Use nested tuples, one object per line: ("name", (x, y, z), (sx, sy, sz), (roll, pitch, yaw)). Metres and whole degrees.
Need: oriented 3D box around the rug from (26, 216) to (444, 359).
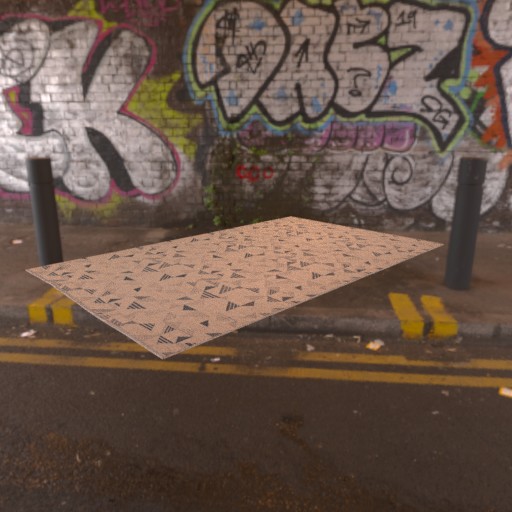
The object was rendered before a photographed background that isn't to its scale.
("rug", (0.000, 0.000, 3.001), (2.457, 0.009, 1.512), (-15, 22, -42))
